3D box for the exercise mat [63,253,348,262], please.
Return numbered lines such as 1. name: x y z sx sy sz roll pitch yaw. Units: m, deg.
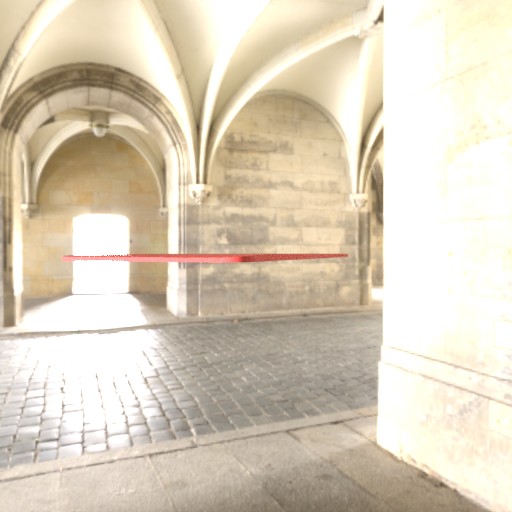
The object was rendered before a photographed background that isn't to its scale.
1. exercise mat: 0.000 0.000 2.086 0.616 0.021 1.869 0 0 20
